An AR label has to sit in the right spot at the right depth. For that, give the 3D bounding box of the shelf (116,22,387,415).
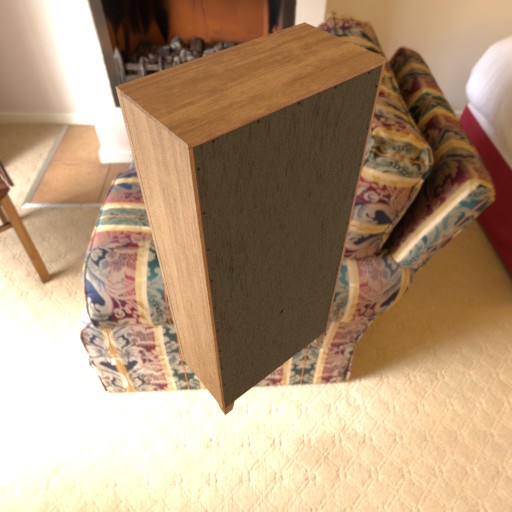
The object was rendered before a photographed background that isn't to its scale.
[{"bbox_3d":[0.000,0.000,2.264,0.864,1.930,0.453,-31,55,-25],"label":"shelf"}]
